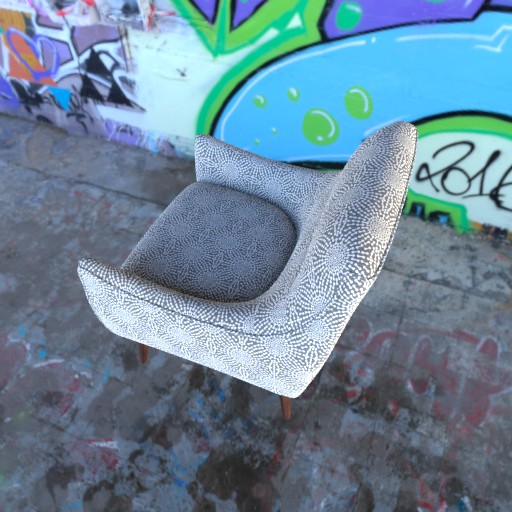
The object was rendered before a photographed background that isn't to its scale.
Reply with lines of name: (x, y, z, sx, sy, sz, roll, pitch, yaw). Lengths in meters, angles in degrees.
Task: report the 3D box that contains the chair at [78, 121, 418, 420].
chair: (0.000, 0.000, 1.453, 0.787, 0.838, 0.762, 17, 49, 15)
